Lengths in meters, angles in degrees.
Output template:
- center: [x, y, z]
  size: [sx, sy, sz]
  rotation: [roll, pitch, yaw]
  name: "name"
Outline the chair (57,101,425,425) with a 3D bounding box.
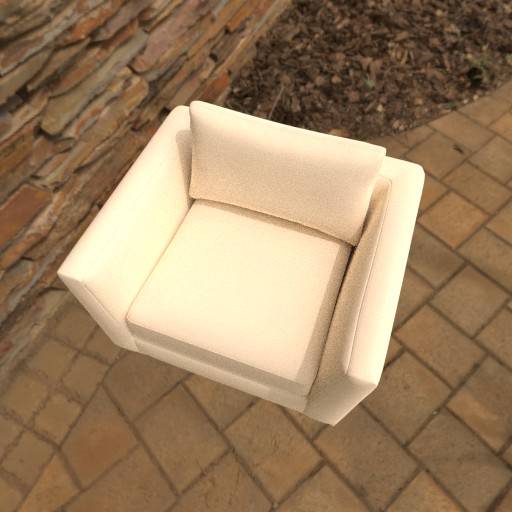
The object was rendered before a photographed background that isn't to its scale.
- center: [0.000, 0.000, 1.729]
  size: [1.041, 0.865, 0.889]
  rotation: [17, 59, 11]
  name: "chair"
